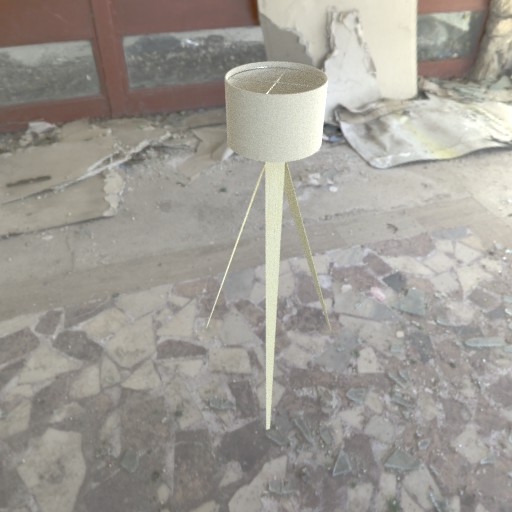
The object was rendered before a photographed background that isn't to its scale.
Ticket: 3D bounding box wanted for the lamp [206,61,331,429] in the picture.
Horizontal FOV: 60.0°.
[{"bbox_3d":[0.000,0.000,1.962,0.716,1.524,0.724,11,41,13],"label":"lamp"}]
